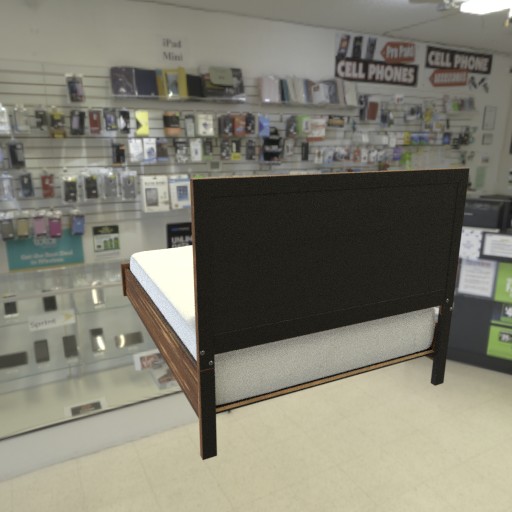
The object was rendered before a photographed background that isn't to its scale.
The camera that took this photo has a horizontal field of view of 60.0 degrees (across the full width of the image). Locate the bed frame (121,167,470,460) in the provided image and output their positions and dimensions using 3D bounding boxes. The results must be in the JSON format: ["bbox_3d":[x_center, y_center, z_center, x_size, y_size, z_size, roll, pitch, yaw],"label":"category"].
[{"bbox_3d":[0.000,0.000,3.418,1.696,1.417,2.276,-7,16,-25],"label":"bed frame"}]
